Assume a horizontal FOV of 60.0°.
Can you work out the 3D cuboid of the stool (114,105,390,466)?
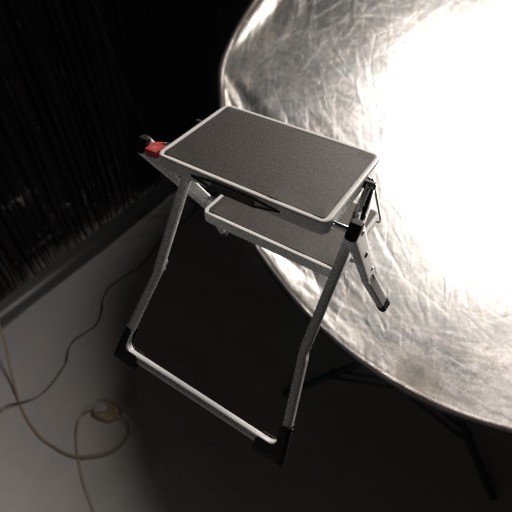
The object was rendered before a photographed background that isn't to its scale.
[{"bbox_3d":[0.000,0.000,0.867,0.485,0.445,0.490,25,52,22],"label":"stool"}]
